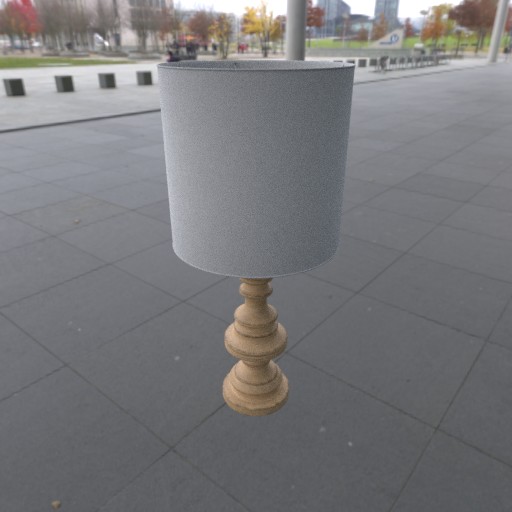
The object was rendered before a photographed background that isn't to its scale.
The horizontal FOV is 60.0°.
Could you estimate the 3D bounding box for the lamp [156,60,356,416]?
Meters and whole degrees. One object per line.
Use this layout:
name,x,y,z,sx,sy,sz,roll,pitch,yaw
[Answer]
lamp,0.000,0.000,0.572,0.208,0.455,0.208,-17,31,-32
